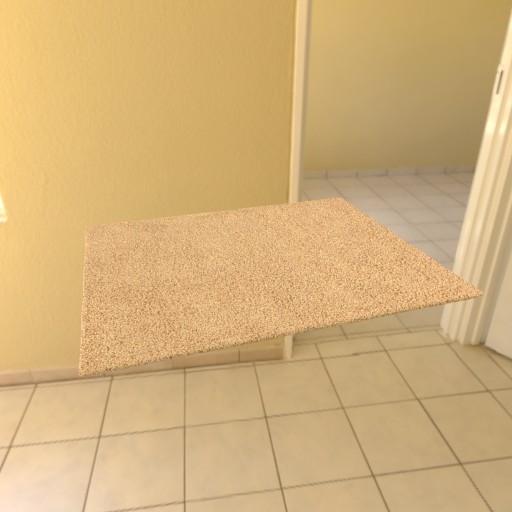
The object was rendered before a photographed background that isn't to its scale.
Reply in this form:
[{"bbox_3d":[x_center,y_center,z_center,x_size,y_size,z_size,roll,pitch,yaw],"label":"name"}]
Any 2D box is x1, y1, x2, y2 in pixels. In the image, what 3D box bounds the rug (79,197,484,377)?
[{"bbox_3d":[0.000,0.000,4.135,3.047,0.029,2.438,-8,28,-16],"label":"rug"}]
